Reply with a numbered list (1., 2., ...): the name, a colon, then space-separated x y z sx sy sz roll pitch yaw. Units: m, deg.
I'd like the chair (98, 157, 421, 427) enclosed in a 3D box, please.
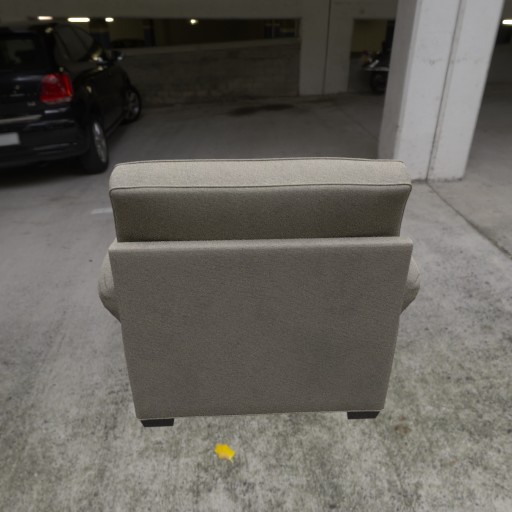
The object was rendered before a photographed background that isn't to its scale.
1. chair: 0.000 0.000 1.916 1.147 1.044 0.939 -1 29 -2
